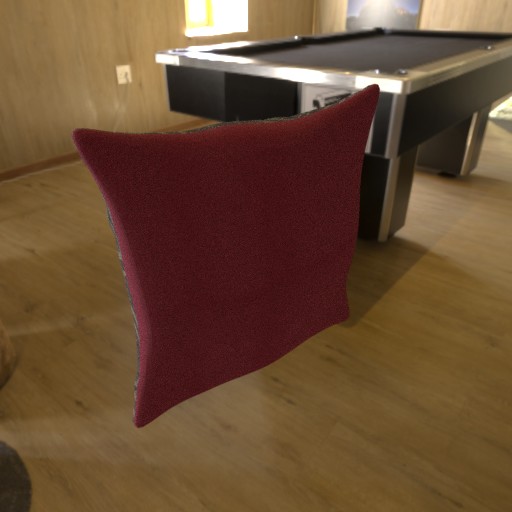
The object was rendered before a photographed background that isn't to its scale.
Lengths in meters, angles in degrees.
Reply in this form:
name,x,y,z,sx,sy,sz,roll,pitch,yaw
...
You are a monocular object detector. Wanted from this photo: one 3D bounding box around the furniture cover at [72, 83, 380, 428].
name,x,y,z,sx,sy,sz,roll,pitch,yaw
furniture cover,0.000,0.000,0.760,0.514,0.513,0.163,-20,37,-30
